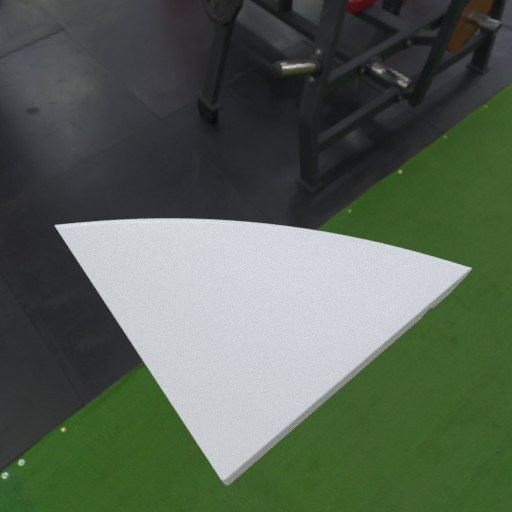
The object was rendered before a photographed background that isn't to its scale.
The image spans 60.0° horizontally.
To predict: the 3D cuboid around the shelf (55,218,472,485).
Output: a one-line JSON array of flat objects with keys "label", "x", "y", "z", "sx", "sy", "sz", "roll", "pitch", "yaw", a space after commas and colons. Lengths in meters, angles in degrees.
[{"label": "shelf", "x": 0.000, "y": 0.000, "z": 0.473, "sx": 0.310, "sy": 0.050, "sz": 0.310, "roll": -34, "pitch": 65, "yaw": -19}]
